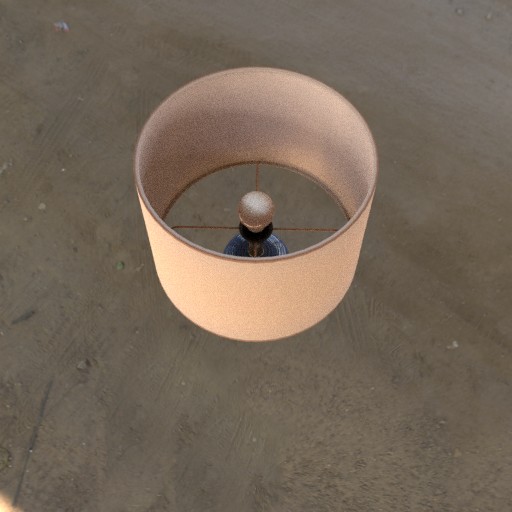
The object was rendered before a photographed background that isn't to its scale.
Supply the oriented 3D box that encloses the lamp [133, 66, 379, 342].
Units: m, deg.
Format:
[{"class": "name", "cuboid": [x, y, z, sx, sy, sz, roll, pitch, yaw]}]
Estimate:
[{"class": "lamp", "cuboid": [0.000, 0.000, 0.852, 0.367, 0.609, 0.367, 0, 63, 0]}]
